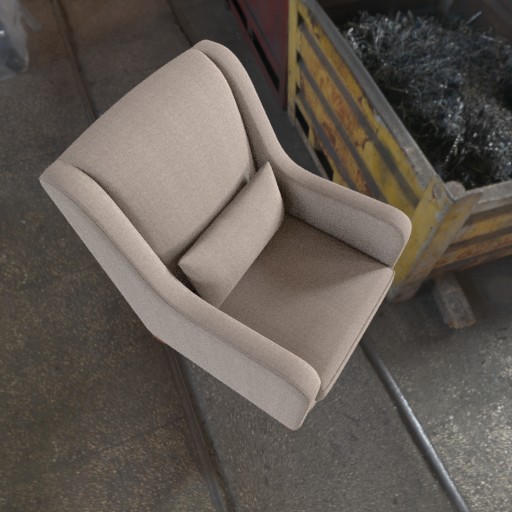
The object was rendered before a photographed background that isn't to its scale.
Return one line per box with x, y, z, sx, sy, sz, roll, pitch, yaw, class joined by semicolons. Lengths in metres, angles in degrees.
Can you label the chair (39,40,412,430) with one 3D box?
0.000;0.000;1.560;0.890;1.017;0.715;30;64;17;chair
